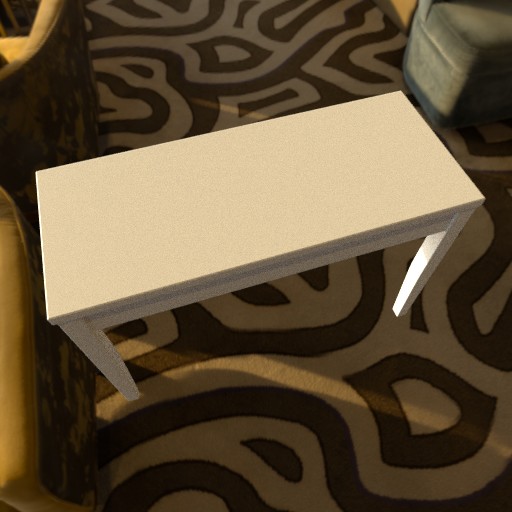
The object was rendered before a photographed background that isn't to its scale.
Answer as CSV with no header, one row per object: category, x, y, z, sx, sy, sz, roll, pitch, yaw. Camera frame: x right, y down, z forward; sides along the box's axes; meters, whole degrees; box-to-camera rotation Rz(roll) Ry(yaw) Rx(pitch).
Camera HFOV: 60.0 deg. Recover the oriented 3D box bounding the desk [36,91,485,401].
desk,0.000,0.000,1.621,1.220,0.775,0.508,-15,59,-10
